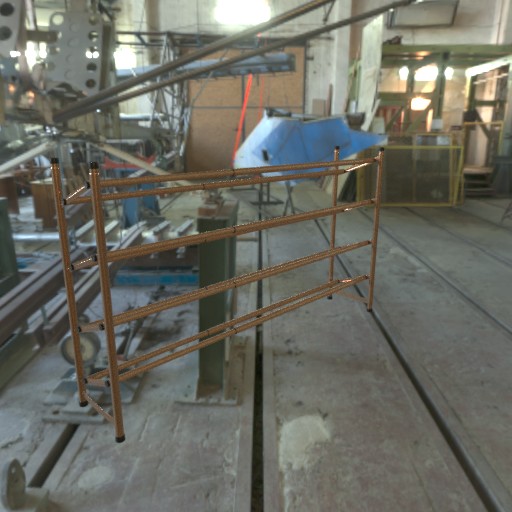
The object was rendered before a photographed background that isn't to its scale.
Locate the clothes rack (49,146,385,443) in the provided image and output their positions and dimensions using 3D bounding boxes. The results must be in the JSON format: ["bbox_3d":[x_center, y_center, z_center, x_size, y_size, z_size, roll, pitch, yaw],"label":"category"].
[{"bbox_3d":[0.000,0.000,1.458,1.168,0.672,0.229,-15,22,-43],"label":"clothes rack"}]
